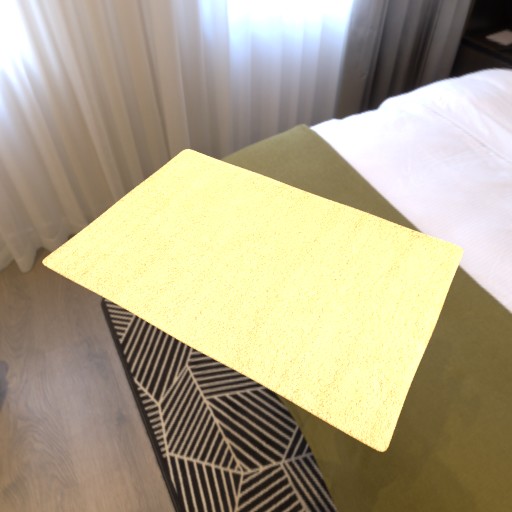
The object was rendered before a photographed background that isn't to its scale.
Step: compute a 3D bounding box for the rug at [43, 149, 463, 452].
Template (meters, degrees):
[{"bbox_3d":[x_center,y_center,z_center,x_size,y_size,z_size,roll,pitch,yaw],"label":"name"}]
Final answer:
[{"bbox_3d":[0.000,0.000,3.382,2.698,0.025,1.798,24,51,21],"label":"rug"}]
